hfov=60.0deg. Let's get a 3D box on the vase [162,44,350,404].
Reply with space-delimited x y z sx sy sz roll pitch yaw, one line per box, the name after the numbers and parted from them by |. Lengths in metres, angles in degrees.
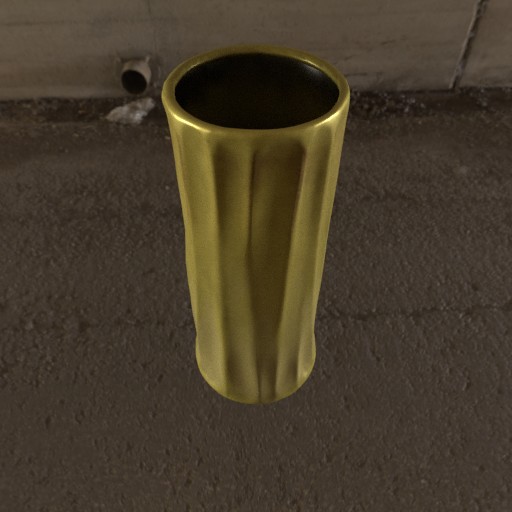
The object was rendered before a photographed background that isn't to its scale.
0.000 0.000 0.175 0.061 0.143 0.061 0 48 0 | vase
